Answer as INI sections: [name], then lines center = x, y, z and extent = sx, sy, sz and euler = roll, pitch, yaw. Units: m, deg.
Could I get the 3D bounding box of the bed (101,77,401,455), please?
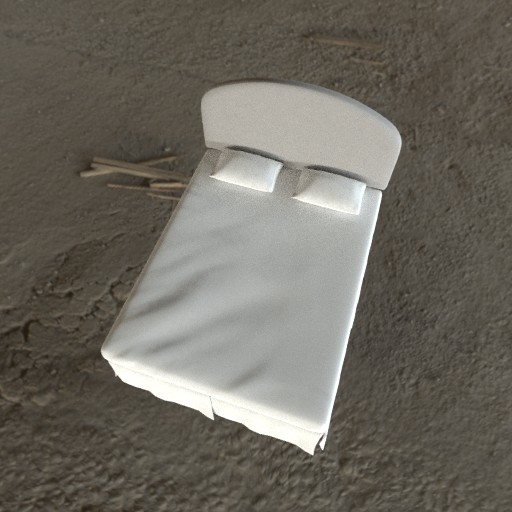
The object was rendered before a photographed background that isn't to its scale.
[bed]
center = 0.000, 0.000, 3.084
extent = 1.607, 1.410, 2.005
euler = 16, 60, 9
